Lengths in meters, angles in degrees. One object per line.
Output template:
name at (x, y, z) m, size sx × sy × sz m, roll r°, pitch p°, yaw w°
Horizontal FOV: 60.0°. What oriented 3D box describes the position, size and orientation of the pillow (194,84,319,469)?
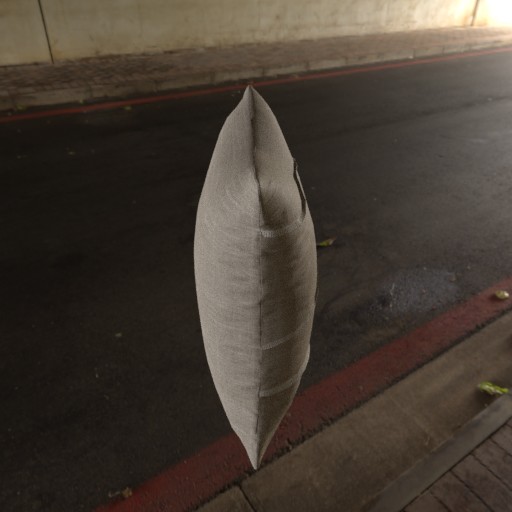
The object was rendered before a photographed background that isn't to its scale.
pillow at (0.000, 0.000, 0.648) m, size 0.169 × 0.400 × 0.424 m, roll -1°, pitch 32°, yaw -1°
